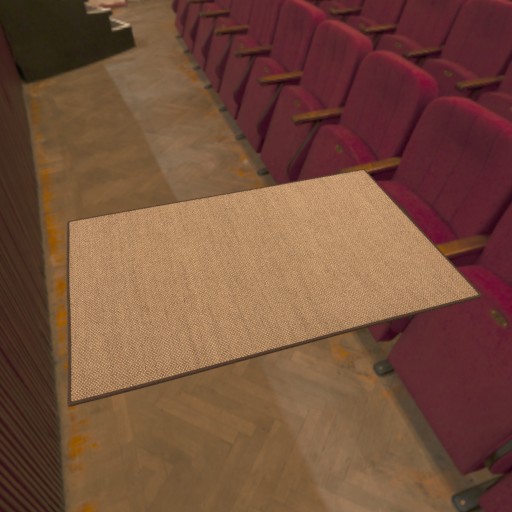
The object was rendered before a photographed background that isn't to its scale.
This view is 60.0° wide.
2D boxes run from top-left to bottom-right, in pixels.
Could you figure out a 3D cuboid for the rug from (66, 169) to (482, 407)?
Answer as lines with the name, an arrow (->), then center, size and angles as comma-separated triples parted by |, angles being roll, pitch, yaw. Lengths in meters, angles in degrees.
rug -> 0.000, 0.000, 2.055 | 1.676, 0.013, 1.067 | -12, 44, -13
